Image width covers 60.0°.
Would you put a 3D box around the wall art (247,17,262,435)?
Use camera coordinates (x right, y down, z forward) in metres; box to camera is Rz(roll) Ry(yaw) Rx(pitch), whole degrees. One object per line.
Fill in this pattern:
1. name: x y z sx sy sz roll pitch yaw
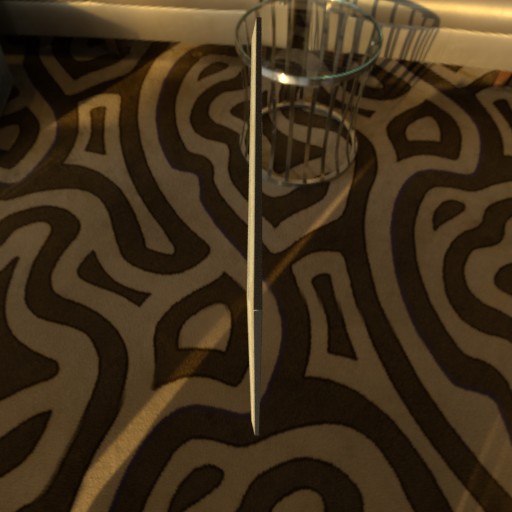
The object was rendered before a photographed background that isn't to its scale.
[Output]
1. wall art: 0.000 0.000 0.893 0.018 0.660 0.559 0 57 0
